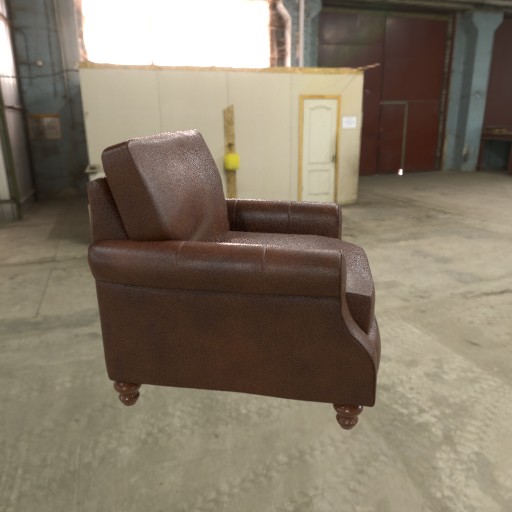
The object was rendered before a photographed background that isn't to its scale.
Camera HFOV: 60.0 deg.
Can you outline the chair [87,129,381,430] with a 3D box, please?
[{"bbox_3d":[0.000,0.000,1.791,0.992,0.972,0.989,3,17,9],"label":"chair"}]
